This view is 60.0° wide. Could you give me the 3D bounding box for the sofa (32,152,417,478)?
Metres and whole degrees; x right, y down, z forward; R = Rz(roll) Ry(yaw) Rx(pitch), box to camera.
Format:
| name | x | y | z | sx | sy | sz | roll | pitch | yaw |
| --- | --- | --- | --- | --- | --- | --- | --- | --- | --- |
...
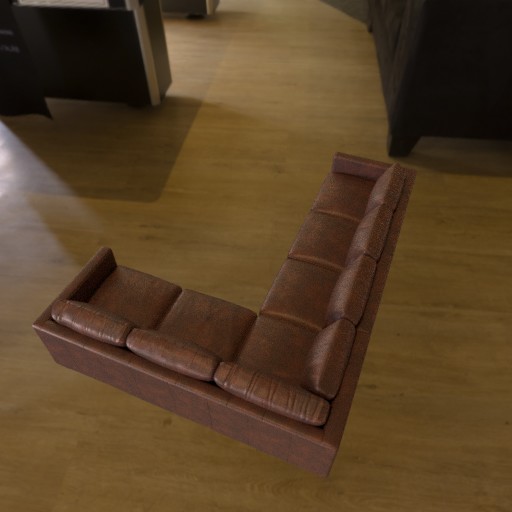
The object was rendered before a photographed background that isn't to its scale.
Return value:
| name | x | y | z | sx | sy | sz | roll | pitch | yaw |
| --- | --- | --- | --- | --- | --- | --- | --- | --- | --- |
| sofa | 0.000 | 0.000 | 4.264 | 2.438 | 0.836 | 3.152 | 17 | 50 | 15 |
